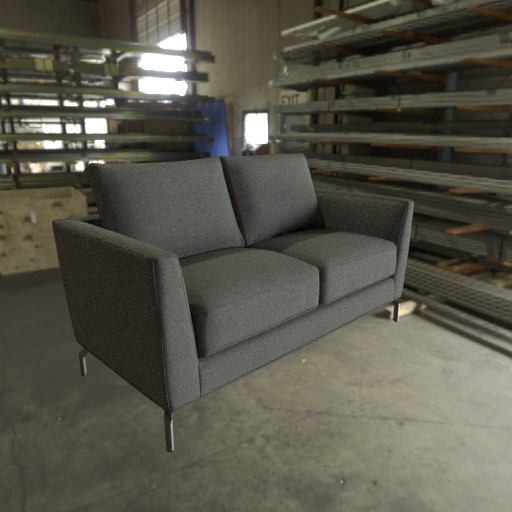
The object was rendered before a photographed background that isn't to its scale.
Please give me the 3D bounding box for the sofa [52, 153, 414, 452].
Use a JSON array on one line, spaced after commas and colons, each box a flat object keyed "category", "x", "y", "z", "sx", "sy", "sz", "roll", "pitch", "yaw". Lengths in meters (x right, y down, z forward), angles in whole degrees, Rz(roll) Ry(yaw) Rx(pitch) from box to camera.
[{"category": "sofa", "x": 0.000, "y": 0.000, "z": 2.138, "sx": 1.594, "sy": 0.924, "sz": 0.803, "roll": -15, "pitch": 21, "yaw": -42}]
